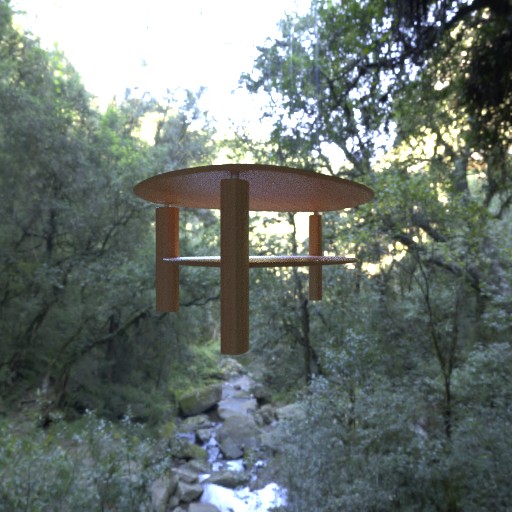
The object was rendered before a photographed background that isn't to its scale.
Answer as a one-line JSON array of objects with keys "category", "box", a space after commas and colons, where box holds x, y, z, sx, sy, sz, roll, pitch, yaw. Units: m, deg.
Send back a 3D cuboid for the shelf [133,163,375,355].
[{"category": "shelf", "box": [0.000, 0.000, 1.637, 0.845, 0.440, 1.246, 0, 1, 17]}]
